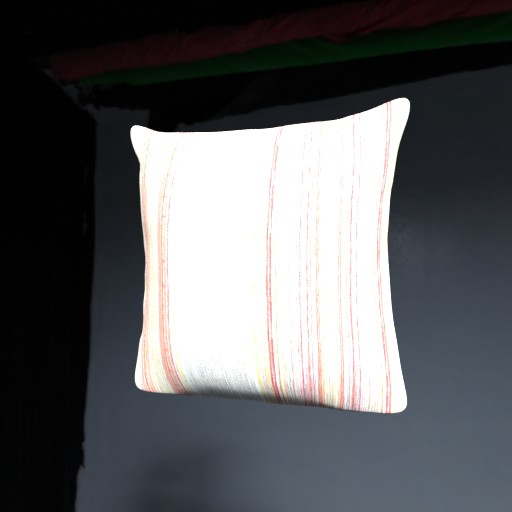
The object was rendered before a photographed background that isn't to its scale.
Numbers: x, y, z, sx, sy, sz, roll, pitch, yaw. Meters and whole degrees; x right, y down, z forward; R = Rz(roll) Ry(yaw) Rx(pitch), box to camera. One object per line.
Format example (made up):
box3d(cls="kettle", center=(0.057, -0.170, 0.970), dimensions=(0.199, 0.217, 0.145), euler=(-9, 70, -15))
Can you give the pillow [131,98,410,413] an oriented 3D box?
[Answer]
box3d(cls="pillow", center=(0.000, 0.000, 0.681), dimensions=(0.451, 0.449, 0.191), euler=(-1, -2, 18))
